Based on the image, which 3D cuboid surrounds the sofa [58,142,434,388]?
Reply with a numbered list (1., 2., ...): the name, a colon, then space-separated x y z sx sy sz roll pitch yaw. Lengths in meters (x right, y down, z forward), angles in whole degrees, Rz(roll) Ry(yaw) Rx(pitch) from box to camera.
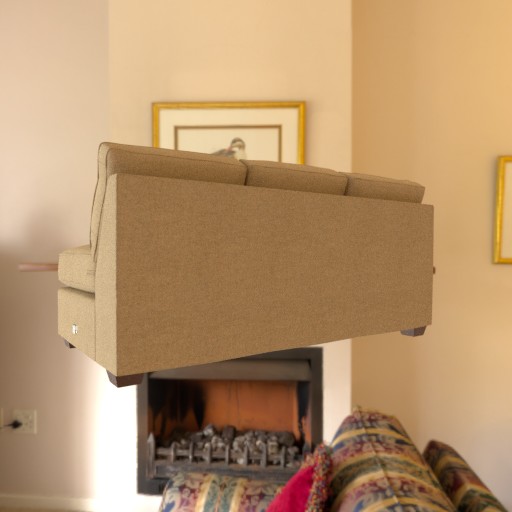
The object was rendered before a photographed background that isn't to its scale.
1. sofa: 0.000 0.000 2.728 2.092 1.036 1.127 -1 1 -35
